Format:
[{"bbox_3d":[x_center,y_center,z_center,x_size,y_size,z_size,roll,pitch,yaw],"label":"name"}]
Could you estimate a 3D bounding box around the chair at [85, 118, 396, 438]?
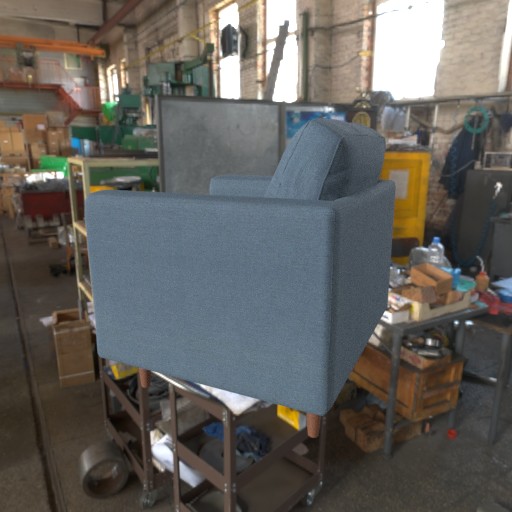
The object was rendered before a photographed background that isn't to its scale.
[{"bbox_3d":[0.000,0.000,1.587,0.820,0.922,0.855,7,16,25],"label":"chair"}]
